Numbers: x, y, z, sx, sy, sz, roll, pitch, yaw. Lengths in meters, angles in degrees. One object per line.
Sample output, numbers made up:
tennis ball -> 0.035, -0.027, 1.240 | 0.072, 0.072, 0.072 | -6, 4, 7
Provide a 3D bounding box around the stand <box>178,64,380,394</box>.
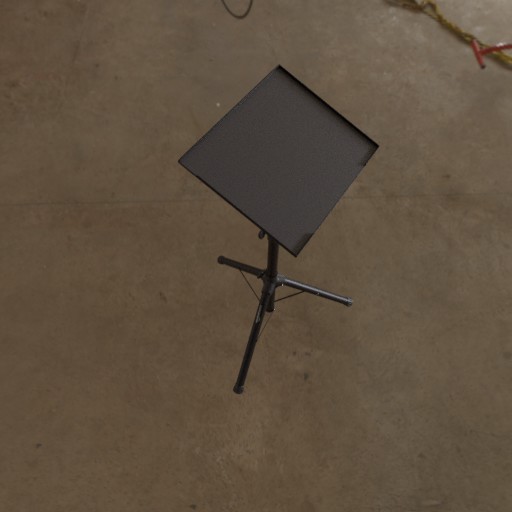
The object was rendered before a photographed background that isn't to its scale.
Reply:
stand -> 0.000, 0.000, 1.654 | 0.702, 1.198, 0.702 | 31, 64, 17
